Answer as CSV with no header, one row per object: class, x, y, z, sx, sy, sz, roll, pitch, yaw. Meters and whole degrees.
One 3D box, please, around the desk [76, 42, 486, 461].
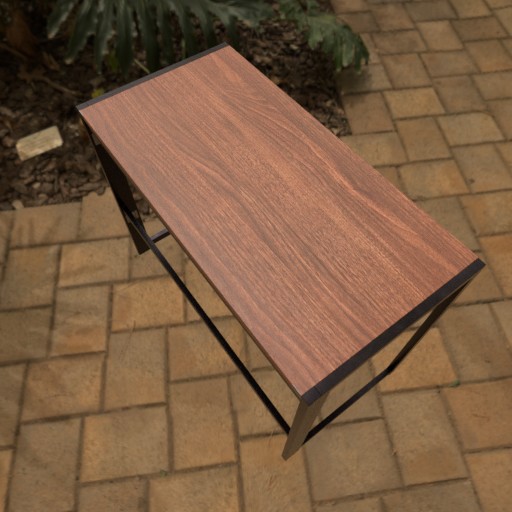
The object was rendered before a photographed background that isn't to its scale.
desk,0.000,0.000,1.427,0.508,0.762,1.016,-32,64,-18
